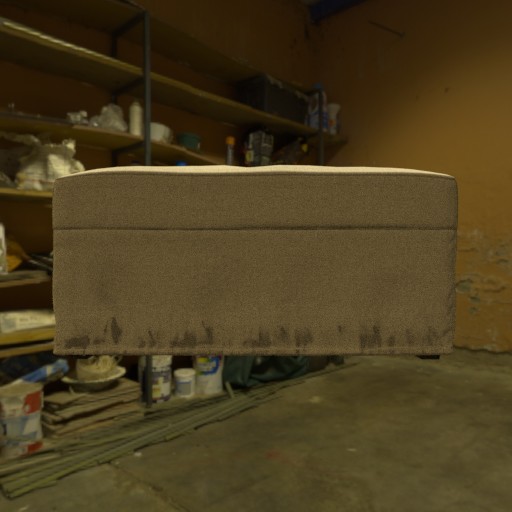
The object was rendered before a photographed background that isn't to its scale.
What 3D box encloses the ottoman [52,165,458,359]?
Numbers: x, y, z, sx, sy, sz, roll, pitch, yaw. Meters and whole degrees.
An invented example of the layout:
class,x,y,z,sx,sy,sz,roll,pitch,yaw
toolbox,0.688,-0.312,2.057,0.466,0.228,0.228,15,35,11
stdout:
class,x,y,z,sx,sy,sz,roll,pitch,yaw
ottoman,0.000,0.000,1.295,0.843,0.436,0.840,0,-1,0
